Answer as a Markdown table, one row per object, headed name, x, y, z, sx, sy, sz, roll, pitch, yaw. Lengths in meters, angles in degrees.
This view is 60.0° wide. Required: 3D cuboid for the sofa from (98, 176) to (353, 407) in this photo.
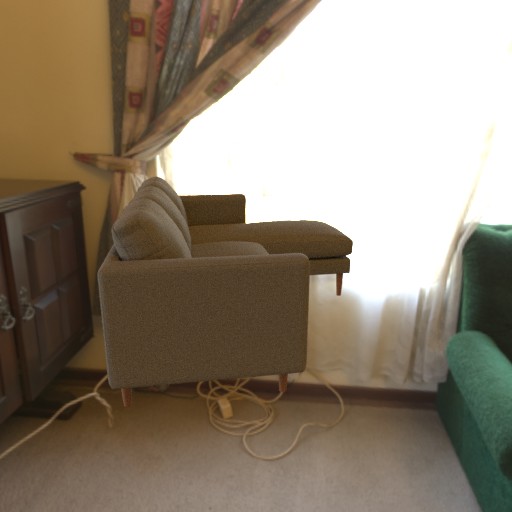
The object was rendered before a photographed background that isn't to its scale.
| name | x | y | z | sx | sy | sz | roll | pitch | yaw |
| --- | --- | --- | --- | --- | --- | --- | --- | --- | --- |
| sofa | 0.000 | 0.000 | 2.867 | 1.591 | 0.897 | 2.031 | -3 | 16 | -9 |
